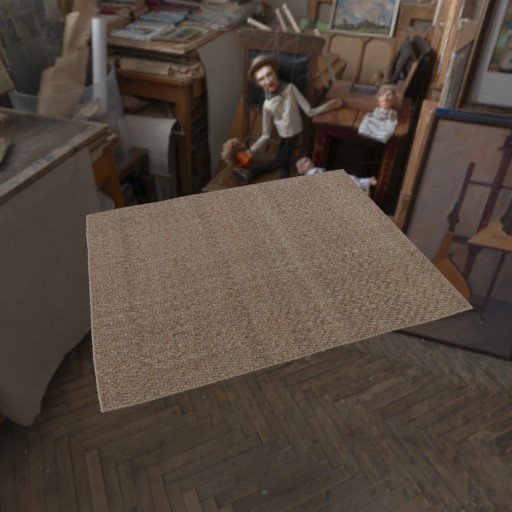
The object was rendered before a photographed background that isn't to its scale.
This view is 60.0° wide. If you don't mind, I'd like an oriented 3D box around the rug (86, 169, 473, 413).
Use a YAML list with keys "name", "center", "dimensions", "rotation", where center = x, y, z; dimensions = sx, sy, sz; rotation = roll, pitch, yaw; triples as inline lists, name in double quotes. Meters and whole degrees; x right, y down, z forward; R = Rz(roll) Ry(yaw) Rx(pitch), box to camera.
- name: "rug"
  center: [0.000, 0.000, 4.199]
  dimensions: [3.048, 0.013, 2.439]
  rotation: [-12, 42, -14]
